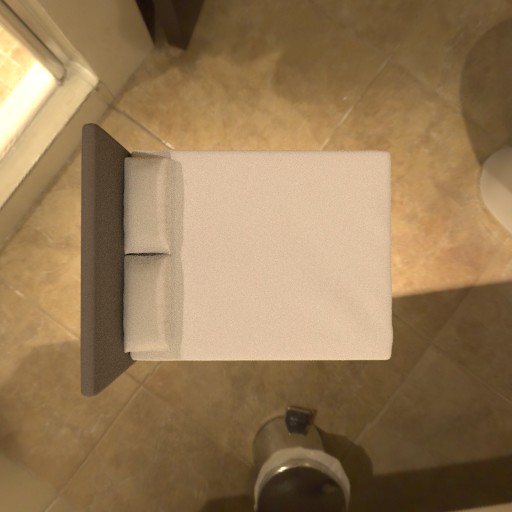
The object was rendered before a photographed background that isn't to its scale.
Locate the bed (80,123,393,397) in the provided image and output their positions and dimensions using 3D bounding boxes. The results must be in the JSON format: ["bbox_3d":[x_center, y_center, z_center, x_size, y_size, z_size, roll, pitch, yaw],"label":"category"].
[{"bbox_3d":[0.000,0.000,3.305,2.142,1.330,1.723,0,89,-1],"label":"bed"}]
